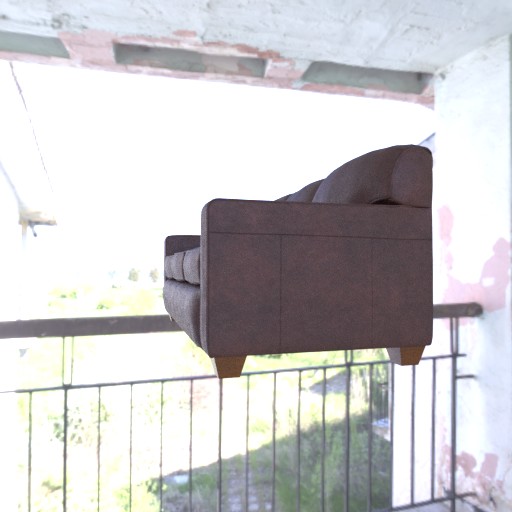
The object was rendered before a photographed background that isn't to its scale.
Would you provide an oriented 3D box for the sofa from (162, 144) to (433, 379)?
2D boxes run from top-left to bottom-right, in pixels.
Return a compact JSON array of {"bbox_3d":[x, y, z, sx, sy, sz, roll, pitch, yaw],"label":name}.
[{"bbox_3d":[0.000,0.000,2.660,1.008,0.953,2.039,0,-2,-16],"label":"sofa"}]
